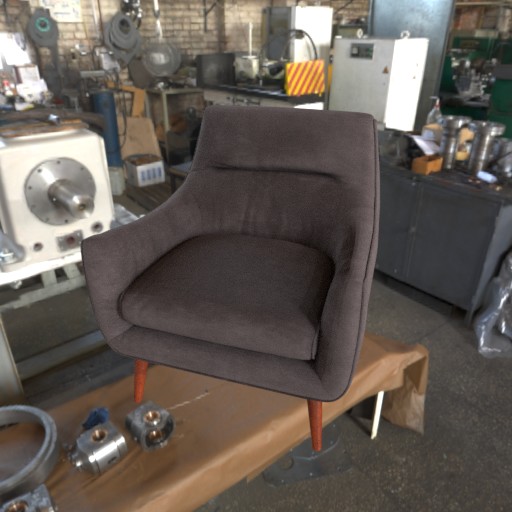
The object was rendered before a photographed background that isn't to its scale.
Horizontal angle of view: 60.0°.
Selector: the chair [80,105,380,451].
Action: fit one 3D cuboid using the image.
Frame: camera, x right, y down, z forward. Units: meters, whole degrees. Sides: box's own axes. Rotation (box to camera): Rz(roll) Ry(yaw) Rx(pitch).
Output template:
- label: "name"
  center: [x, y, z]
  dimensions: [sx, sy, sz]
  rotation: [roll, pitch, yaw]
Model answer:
- label: "chair"
  center: [0.000, 0.000, 1.449]
  dimensions: [0.762, 0.838, 0.787]
  rotation: [8, 28, 16]
